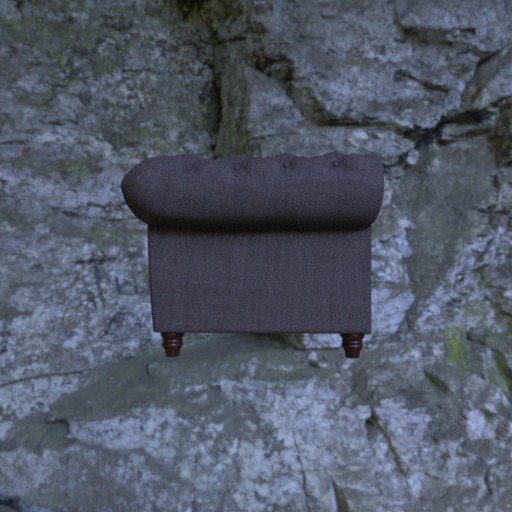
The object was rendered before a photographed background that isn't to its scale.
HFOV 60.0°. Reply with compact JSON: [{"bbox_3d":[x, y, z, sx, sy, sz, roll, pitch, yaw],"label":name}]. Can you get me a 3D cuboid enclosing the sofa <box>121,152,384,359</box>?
[{"bbox_3d":[0.000,0.000,2.500,0.944,0.780,2.048,0,0,2],"label":"sofa"}]
